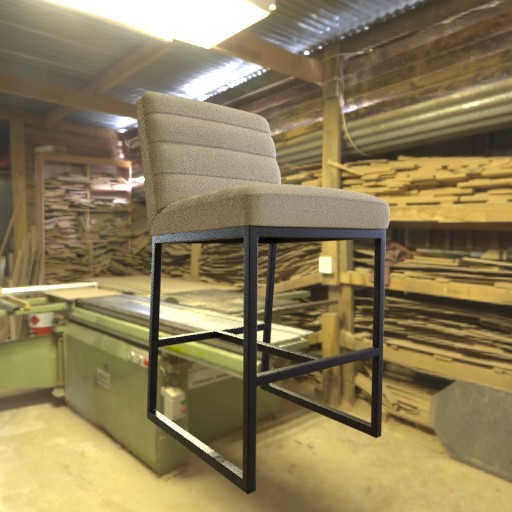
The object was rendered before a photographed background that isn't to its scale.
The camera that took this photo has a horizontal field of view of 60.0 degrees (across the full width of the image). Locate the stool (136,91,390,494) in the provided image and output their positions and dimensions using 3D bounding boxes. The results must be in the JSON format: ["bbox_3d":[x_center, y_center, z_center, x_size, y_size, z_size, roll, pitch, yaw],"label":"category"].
[{"bbox_3d":[0.000,0.000,1.212,0.460,0.940,0.560,-2,3,-38],"label":"stool"}]
